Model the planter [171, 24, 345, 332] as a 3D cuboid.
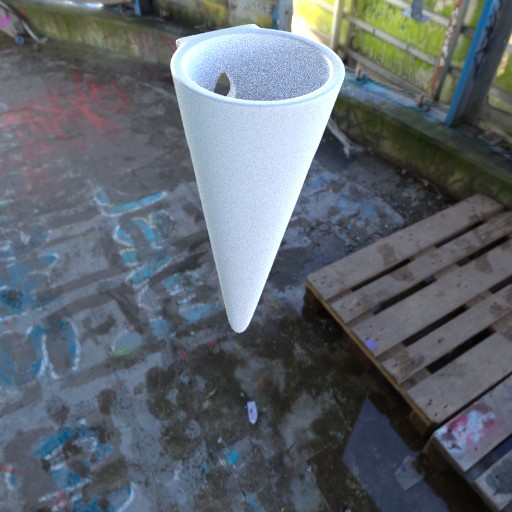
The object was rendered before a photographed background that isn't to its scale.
[{"bbox_3d":[0.000,0.000,0.221,0.057,0.193,0.064,-22,51,-20],"label":"planter"}]
